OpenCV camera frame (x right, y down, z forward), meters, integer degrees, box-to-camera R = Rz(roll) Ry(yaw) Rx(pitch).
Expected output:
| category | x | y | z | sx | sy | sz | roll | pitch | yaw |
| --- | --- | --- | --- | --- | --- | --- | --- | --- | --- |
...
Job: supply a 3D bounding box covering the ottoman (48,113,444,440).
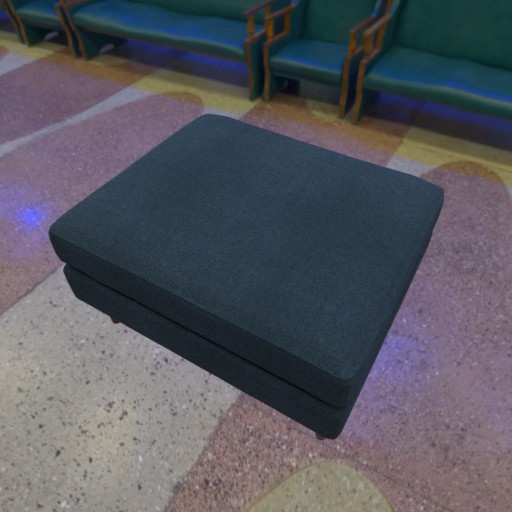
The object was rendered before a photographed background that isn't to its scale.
| category | x | y | z | sx | sy | sz | roll | pitch | yaw |
| --- | --- | --- | --- | --- | --- | --- | --- | --- | --- |
| ottoman | 0.000 | 0.000 | 1.268 | 0.821 | 0.474 | 0.693 | 23 | 50 | 21 |
